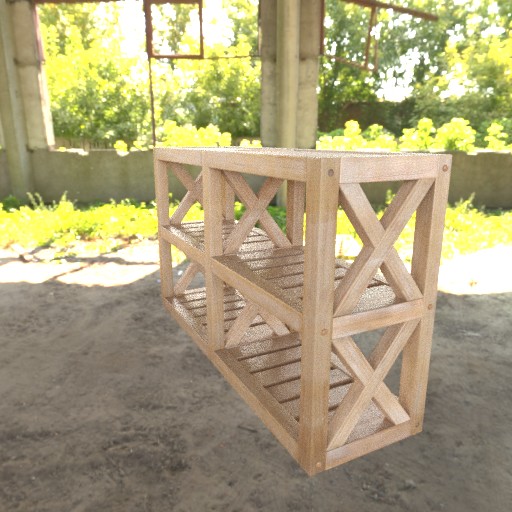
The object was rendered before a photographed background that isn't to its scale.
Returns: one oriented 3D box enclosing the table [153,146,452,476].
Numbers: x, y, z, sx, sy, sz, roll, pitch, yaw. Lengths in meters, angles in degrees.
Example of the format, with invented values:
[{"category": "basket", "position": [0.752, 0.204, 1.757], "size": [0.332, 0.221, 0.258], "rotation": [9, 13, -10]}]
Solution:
[{"category": "table", "position": [0.000, 0.000, 1.629], "size": [0.381, 0.762, 1.320], "rotation": [-8, 17, -26]}]
